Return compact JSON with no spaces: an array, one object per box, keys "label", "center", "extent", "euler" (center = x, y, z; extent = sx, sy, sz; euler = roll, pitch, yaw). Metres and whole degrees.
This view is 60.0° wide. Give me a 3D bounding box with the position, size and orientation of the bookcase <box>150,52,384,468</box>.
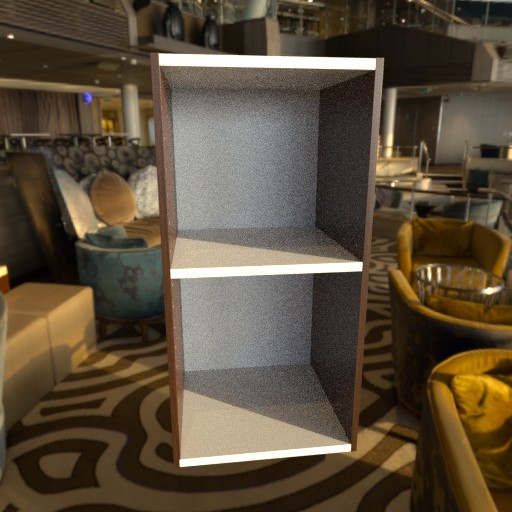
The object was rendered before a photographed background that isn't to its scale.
[{"label":"bookcase","center":[0.000,0.000,0.773],"extent":[0.300,0.600,0.290],"euler":[-2,15,-7]}]
